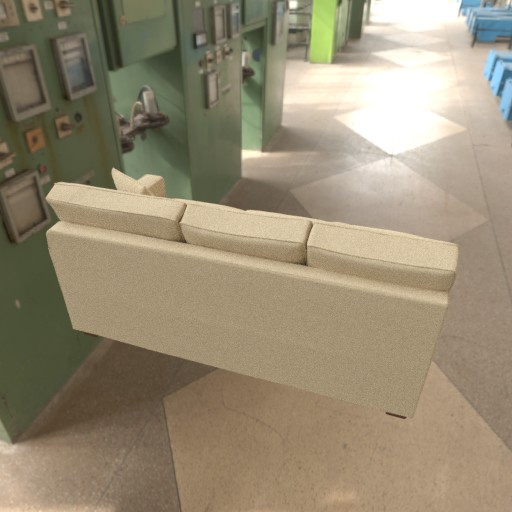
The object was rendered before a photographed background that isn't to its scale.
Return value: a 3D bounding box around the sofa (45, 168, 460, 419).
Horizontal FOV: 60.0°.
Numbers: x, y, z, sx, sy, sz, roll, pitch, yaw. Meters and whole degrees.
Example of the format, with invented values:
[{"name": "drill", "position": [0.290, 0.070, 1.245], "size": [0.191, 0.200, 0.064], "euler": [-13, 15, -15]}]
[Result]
[{"name": "sofa", "position": [0.000, 0.000, 2.529], "size": [1.963, 0.946, 1.034], "euler": [11, 35, 15]}]
